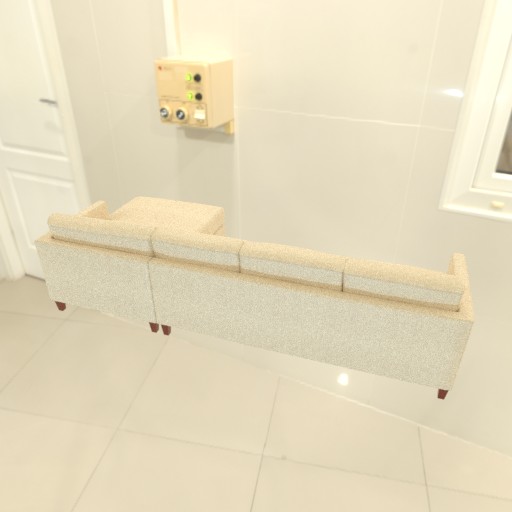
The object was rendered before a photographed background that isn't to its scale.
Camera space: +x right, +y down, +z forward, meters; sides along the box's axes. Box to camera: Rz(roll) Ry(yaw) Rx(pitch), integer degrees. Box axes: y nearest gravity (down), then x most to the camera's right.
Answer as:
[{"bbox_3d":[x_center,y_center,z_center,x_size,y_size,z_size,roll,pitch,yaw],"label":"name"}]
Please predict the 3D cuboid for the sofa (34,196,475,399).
[{"bbox_3d":[0.000,0.000,4.049,3.471,0.954,1.603,10,32,16],"label":"sofa"}]
